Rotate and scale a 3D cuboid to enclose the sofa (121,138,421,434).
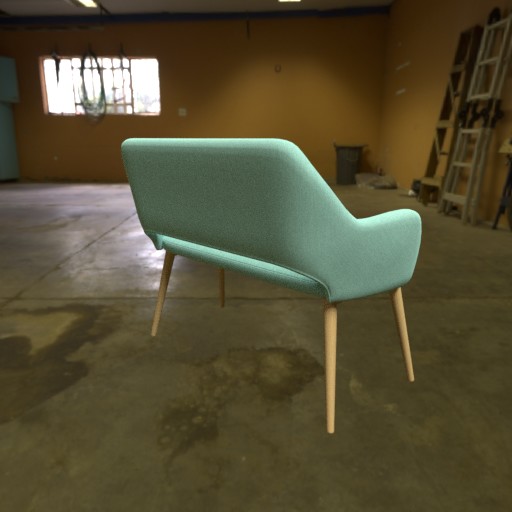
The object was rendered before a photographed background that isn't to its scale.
[{"bbox_3d":[0.000,0.000,1.637,1.150,0.840,0.610,14,21,43],"label":"sofa"}]
